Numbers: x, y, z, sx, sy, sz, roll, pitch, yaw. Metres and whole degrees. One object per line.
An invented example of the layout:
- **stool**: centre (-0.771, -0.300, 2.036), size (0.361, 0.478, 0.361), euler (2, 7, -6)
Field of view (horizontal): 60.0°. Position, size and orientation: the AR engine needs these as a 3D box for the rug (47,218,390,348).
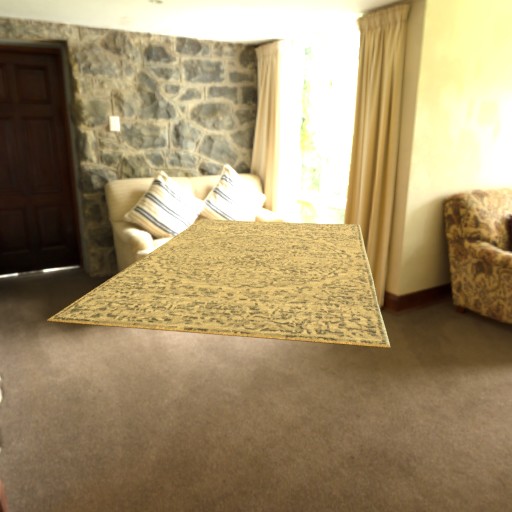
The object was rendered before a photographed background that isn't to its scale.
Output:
- **rug**: centre (0.000, 0.000, 3.072), size (1.527, 0.021, 2.447), euler (3, 16, 10)
